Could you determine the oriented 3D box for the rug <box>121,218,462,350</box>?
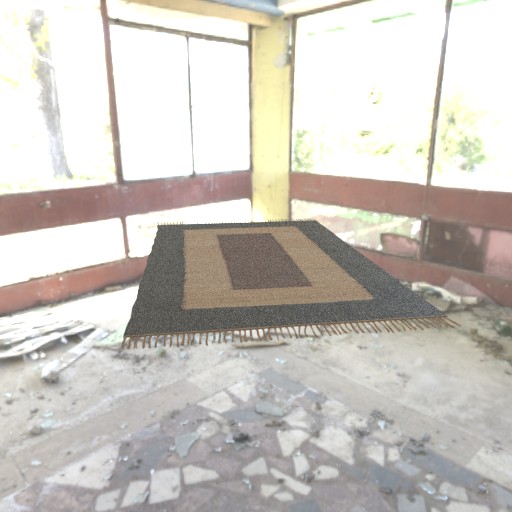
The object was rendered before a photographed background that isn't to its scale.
[{"bbox_3d":[0.000,0.000,1.876,0.920,0.013,1.541,-2,16,-8],"label":"rug"}]
